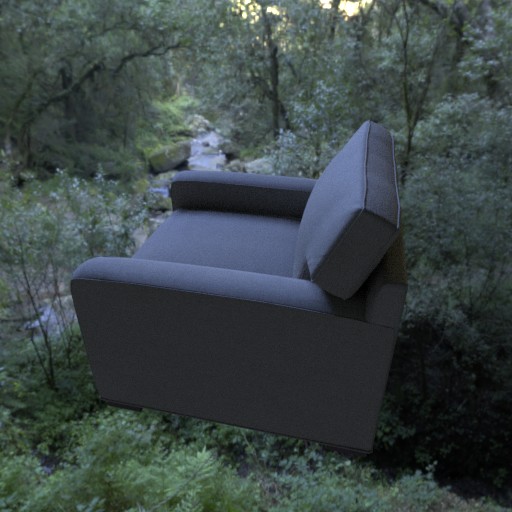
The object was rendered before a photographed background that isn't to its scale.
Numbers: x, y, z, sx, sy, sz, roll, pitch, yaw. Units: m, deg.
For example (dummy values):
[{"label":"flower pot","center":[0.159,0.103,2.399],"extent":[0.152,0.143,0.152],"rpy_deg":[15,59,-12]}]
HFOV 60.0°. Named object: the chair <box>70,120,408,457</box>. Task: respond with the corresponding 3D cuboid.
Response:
[{"label":"chair","center":[0.000,0.000,1.795],"extent":[1.044,0.934,0.999],"rpy_deg":[7,32,11]}]
